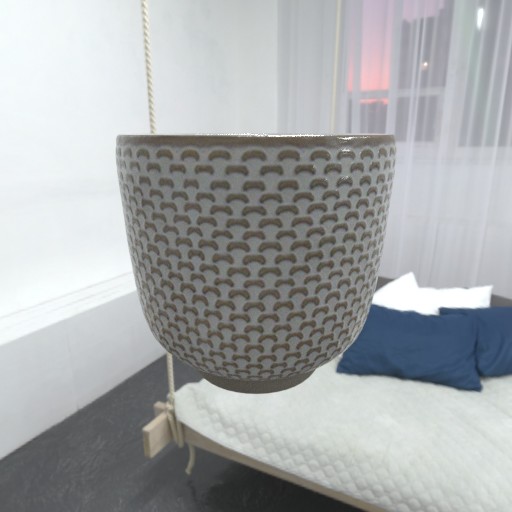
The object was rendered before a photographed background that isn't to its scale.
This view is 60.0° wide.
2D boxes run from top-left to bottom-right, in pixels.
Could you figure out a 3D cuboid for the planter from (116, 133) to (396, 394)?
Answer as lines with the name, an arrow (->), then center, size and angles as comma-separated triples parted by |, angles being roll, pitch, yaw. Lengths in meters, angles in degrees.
planter -> 0.000, 0.000, 0.244 | 0.139, 0.130, 0.139 | 0, 16, 0
